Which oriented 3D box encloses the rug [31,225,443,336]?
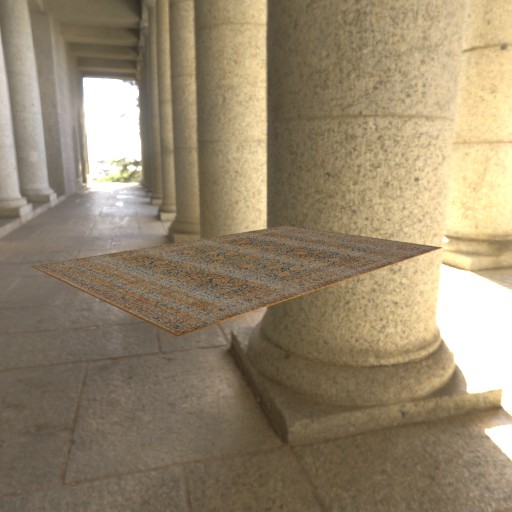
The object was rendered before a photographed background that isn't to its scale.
[{"bbox_3d":[0.000,0.000,2.967,2.336,0.007,1.525,-12,17,-44],"label":"rug"}]
